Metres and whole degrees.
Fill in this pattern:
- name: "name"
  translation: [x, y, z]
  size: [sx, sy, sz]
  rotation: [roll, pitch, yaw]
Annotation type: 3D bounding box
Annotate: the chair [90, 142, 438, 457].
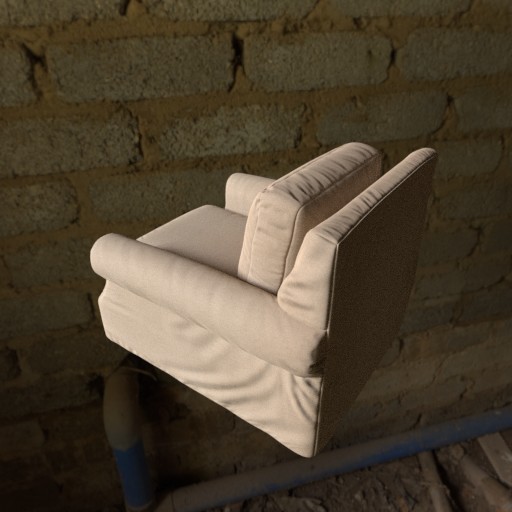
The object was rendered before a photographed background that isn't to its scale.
- name: "chair"
  translation: [0.000, 0.000, 1.733]
  size: [1.066, 0.866, 0.940]
  rotation: [20, 36, 30]
